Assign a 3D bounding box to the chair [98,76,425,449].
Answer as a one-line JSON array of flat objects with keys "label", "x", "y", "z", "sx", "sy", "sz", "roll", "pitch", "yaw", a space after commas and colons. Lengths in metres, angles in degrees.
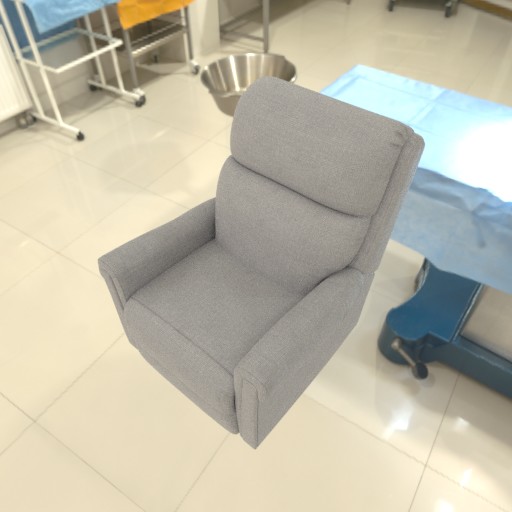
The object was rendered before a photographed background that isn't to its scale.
[{"label": "chair", "x": 0.000, "y": 0.000, "z": 1.776, "sx": 0.838, "sy": 1.054, "sz": 1.014, "roll": 31, "pitch": 53, "yaw": 26}]
